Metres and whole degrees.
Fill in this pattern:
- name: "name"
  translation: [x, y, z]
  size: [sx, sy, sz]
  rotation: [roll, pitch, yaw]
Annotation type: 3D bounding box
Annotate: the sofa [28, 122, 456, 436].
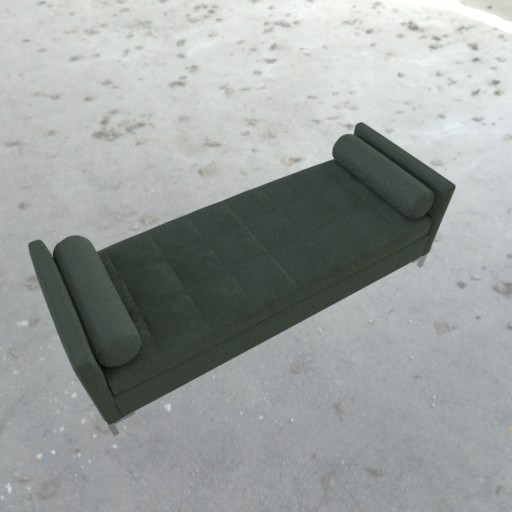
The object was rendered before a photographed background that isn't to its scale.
- name: "sofa"
  translation: [0.000, 0.000, 2.475]
  size: [2.102, 0.657, 0.797]
  rotation: [-24, 52, -21]
